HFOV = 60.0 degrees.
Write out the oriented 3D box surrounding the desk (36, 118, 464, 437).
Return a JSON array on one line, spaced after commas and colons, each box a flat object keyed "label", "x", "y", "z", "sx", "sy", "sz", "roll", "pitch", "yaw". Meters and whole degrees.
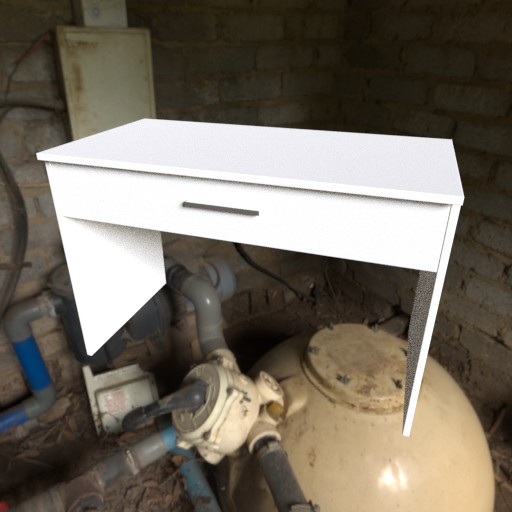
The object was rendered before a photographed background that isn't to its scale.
[{"label": "desk", "x": 0.000, "y": 0.000, "z": 1.474, "sx": 1.100, "sy": 0.730, "sz": 0.560, "roll": 9, "pitch": 29, "yaw": 17}]
